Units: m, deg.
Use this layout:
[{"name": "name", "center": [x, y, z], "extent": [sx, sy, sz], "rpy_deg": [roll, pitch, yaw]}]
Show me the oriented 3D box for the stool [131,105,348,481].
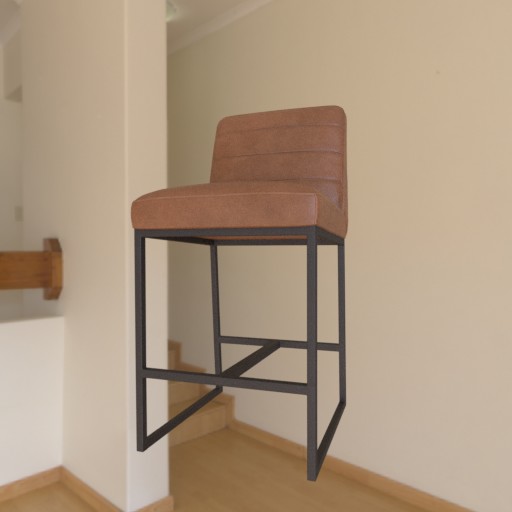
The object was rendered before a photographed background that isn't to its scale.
[{"name": "stool", "center": [0.000, 0.000, 1.233], "extent": [0.458, 0.940, 0.556], "rpy_deg": [0, 1, 19]}]
